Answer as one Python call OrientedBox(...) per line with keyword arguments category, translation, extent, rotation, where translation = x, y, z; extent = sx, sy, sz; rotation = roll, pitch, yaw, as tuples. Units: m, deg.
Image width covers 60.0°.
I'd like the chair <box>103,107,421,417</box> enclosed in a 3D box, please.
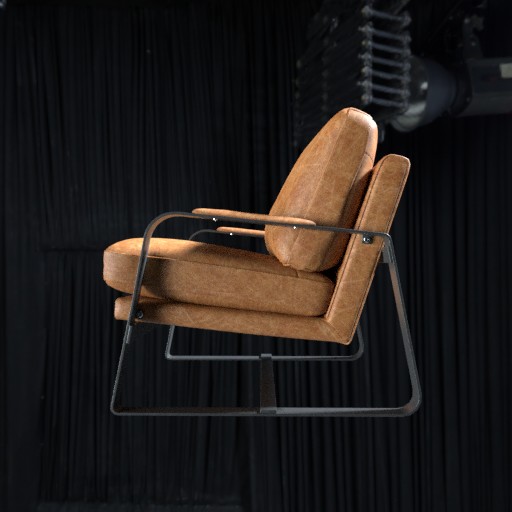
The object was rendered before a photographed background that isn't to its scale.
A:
OrientedBox(category="chair", translation=(0.000, 0.000, 1.393), extent=(0.801, 0.777, 0.651), rotation=(0, -1, 1))
